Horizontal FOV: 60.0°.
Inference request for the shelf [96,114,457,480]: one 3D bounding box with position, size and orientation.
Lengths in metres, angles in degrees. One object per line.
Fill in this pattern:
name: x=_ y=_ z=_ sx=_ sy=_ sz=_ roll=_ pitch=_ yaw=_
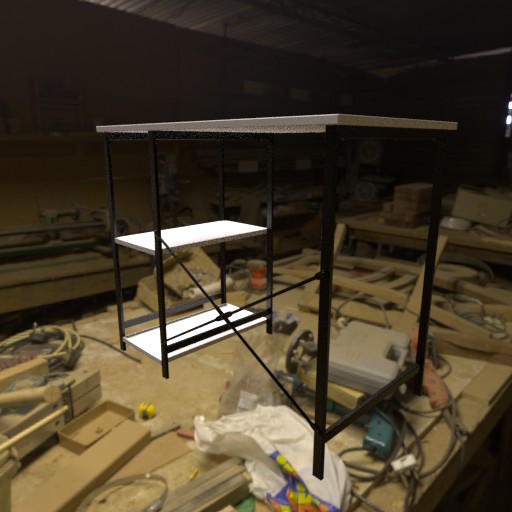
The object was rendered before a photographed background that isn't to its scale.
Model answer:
shelf: x=0.000 y=0.000 z=1.321 sx=0.498 sy=0.750 sz=0.902 roll=-14 pitch=20 yaw=-43
